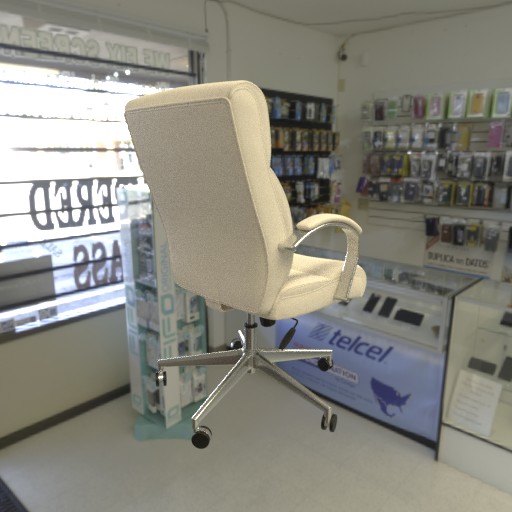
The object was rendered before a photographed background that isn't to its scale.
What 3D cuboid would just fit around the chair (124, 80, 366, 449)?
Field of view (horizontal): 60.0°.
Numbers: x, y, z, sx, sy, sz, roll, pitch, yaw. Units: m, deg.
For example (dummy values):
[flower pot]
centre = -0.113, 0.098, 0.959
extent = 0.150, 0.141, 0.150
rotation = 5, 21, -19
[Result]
[chair]
centre = 0.000, 0.000, 1.596
extent = 0.745, 1.099, 0.727
rotation = -12, 18, -43
